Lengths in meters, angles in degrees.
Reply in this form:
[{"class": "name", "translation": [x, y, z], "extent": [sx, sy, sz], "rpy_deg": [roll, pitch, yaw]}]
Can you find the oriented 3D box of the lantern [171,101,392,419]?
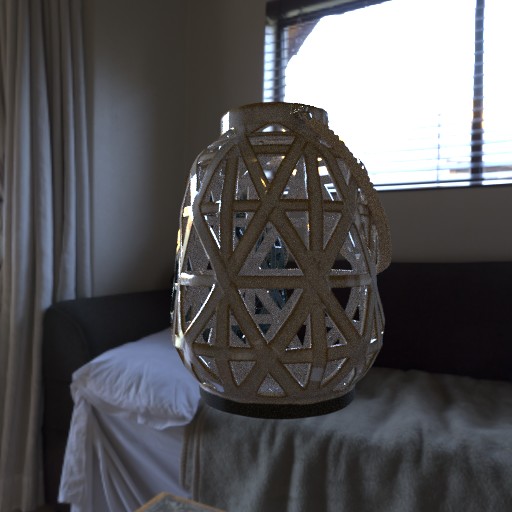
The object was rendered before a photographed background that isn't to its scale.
[{"class": "lantern", "translation": [0.000, 0.000, 0.603], "extent": [0.245, 0.307, 0.439], "rpy_deg": [0, 0, -17]}]
